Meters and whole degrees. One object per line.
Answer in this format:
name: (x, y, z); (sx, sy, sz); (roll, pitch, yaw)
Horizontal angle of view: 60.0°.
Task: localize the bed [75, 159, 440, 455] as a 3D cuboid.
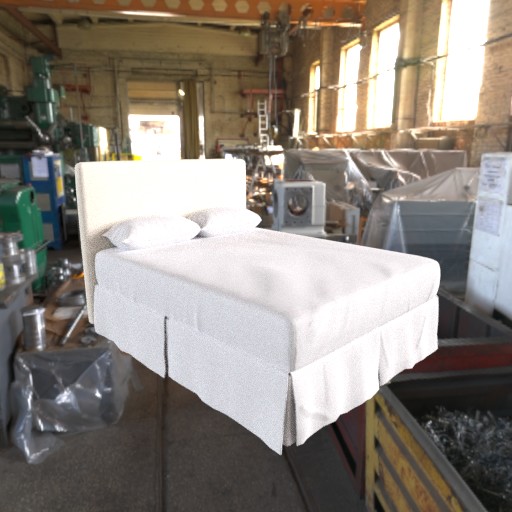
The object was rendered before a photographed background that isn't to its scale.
bed: (0.000, 0.000, 3.209); (1.713, 1.330, 2.142); (-13, 19, -43)
